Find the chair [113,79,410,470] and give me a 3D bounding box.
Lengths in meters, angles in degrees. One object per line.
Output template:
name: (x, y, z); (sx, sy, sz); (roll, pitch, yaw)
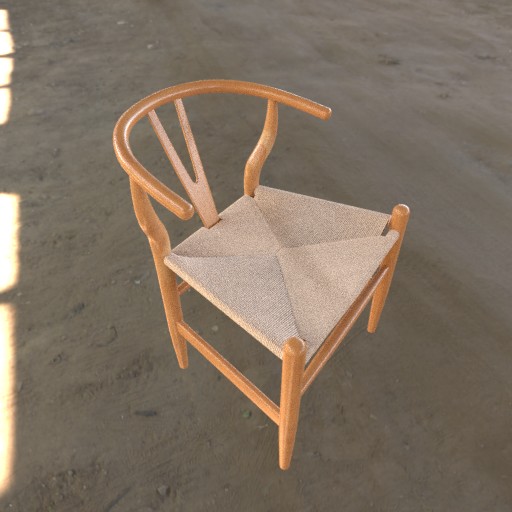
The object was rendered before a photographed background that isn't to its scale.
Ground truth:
chair: (0.000, 0.000, 1.142); (0.579, 0.730, 0.569); (24, 46, 26)
